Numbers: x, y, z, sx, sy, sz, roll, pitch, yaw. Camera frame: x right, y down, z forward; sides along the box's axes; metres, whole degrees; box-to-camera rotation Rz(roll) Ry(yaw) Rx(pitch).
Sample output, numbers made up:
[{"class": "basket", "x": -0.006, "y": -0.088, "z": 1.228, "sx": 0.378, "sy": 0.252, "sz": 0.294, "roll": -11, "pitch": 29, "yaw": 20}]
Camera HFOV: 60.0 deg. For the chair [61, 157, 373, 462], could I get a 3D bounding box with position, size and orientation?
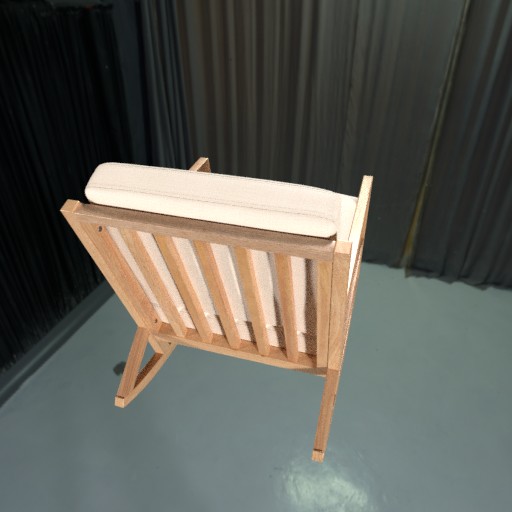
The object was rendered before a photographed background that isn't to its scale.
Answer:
[{"class": "chair", "x": 0.000, "y": 0.000, "z": 1.396, "sx": 0.622, "sy": 0.790, "sz": 0.857, "roll": 9, "pitch": 34, "yaw": 14}]
